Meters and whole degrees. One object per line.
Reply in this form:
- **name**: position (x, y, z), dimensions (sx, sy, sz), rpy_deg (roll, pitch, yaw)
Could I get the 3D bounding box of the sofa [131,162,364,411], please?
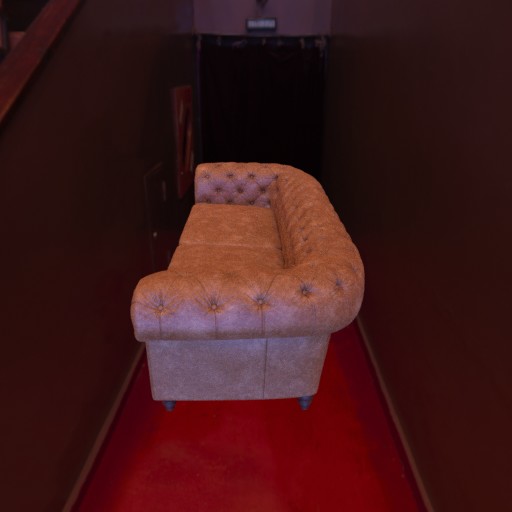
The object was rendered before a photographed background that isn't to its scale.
- **sofa**: position (0.000, 0.000, 2.807), dimensions (0.989, 0.760, 2.365), rpy_deg (0, 24, -1)
